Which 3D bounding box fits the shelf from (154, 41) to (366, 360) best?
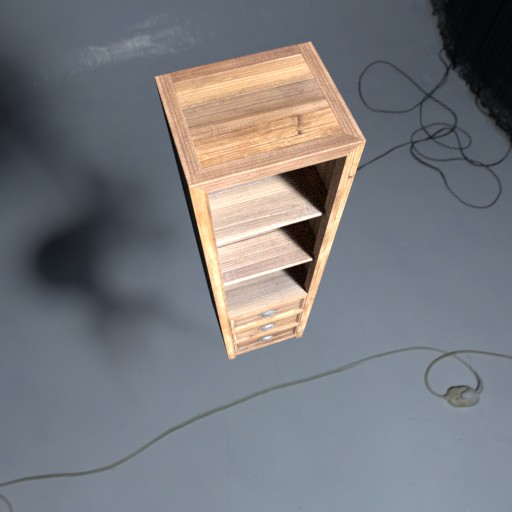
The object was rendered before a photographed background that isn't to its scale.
[{"bbox_3d":[0.000,0.000,2.114,0.500,1.900,0.428,-16,65,-8],"label":"shelf"}]
